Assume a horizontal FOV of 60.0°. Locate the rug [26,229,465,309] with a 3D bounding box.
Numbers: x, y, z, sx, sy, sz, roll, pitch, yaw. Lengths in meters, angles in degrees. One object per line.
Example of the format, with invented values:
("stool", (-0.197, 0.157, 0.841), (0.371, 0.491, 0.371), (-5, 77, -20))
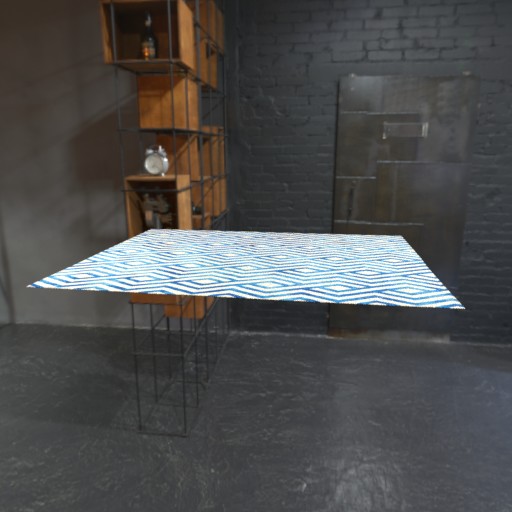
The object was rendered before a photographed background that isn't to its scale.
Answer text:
("rug", (0.000, 0.000, 4.212), (3.059, 0.008, 2.453), (2, 14, 8))
